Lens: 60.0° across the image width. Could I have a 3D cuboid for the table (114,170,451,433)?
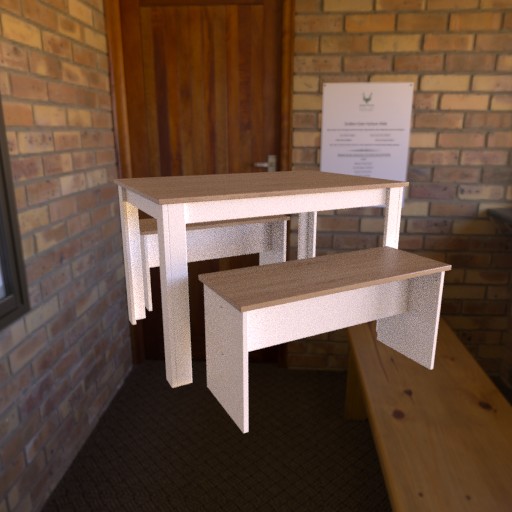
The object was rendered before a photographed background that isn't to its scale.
[{"bbox_3d":[0.000,0.000,2.072,1.100,0.700,1.443,-8,17,-27],"label":"table"}]
